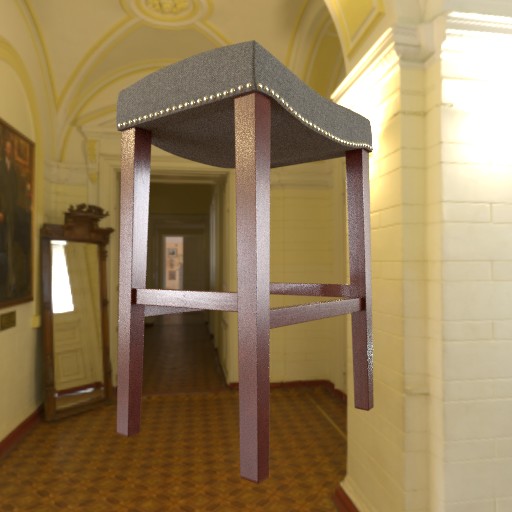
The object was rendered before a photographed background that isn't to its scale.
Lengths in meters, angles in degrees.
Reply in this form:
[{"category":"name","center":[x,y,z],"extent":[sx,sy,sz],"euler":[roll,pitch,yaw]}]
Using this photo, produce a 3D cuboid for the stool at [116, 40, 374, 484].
[{"category":"stool","center":[0.000,0.000,1.011],"extent":[0.372,0.742,0.504],"euler":[-1,-2,37]}]
